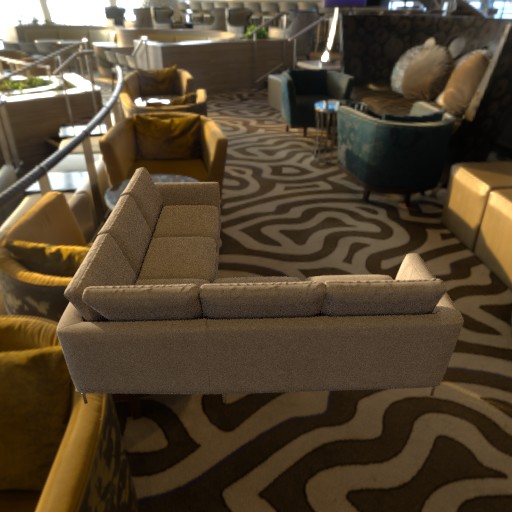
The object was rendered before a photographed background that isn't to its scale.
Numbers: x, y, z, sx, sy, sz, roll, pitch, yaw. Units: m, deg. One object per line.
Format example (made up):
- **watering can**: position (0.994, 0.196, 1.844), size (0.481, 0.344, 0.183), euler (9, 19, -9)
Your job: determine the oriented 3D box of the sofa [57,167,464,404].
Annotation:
- **sofa**: position (0.000, 0.000, 3.712), size (2.438, 0.864, 2.438), euler (-1, 30, -2)
